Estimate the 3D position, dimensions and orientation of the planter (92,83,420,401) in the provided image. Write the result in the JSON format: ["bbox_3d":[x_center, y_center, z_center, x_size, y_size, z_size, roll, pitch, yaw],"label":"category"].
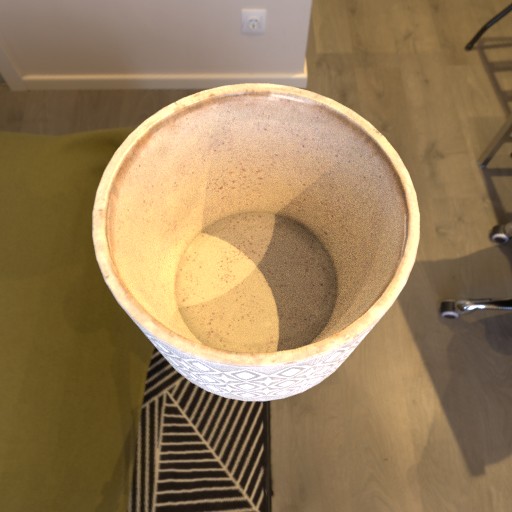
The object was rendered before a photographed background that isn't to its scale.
[{"bbox_3d":[0.000,0.000,0.318,0.186,0.144,0.186,0,65,0],"label":"planter"}]
